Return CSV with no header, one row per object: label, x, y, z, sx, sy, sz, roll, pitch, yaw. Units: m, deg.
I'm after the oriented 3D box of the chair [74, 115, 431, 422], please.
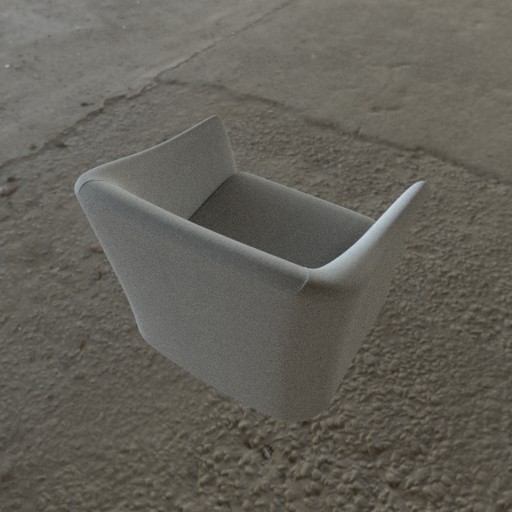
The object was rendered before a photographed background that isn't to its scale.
chair,0.000,0.000,1.383,0.790,0.720,0.700,24,50,22
